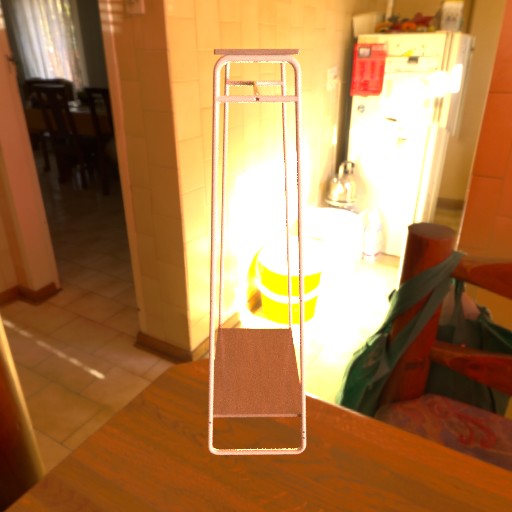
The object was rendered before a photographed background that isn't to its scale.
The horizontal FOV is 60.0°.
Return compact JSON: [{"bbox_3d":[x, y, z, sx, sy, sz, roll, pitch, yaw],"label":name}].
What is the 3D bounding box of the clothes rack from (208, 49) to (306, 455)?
[{"bbox_3d":[0.000,0.000,1.786,0.400,1.512,0.640,0,25,-1],"label":"clothes rack"}]
